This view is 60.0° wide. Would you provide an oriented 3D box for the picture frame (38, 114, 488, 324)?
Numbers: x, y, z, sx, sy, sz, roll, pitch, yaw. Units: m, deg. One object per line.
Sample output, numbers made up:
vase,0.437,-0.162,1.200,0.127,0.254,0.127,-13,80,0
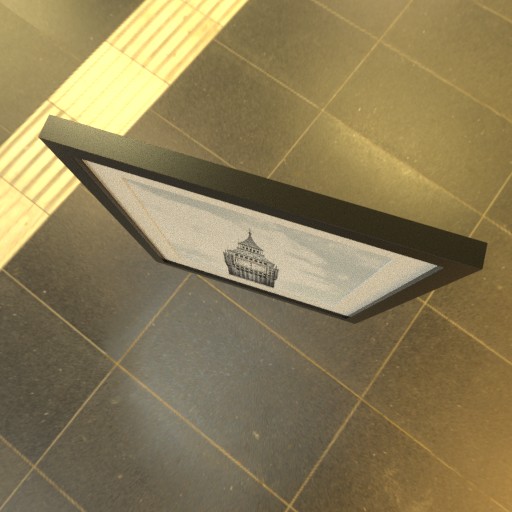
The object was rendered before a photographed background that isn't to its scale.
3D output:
picture frame,0.000,0.000,0.711,0.460,0.556,0.028,17,77,4
